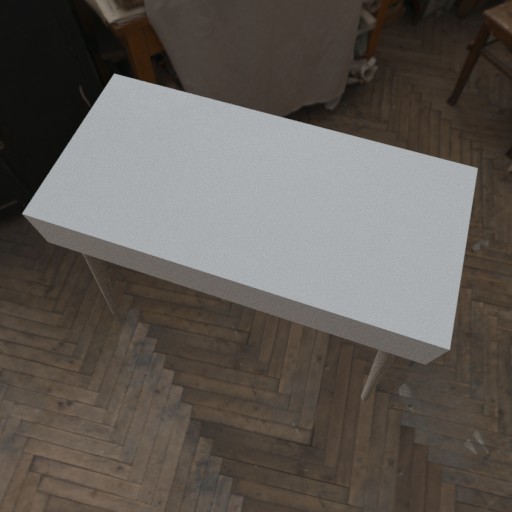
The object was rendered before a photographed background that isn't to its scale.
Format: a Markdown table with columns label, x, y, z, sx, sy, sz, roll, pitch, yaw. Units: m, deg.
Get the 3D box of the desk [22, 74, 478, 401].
| label | x | y | z | sx | sy | sz | roll | pitch | yaw |
| --- | --- | --- | --- | --- | --- | --- | --- | --- | --- |
| desk | 0.000 | 0.000 | 1.375 | 0.979 | 0.723 | 0.491 | 17 | 66 | 8 |
